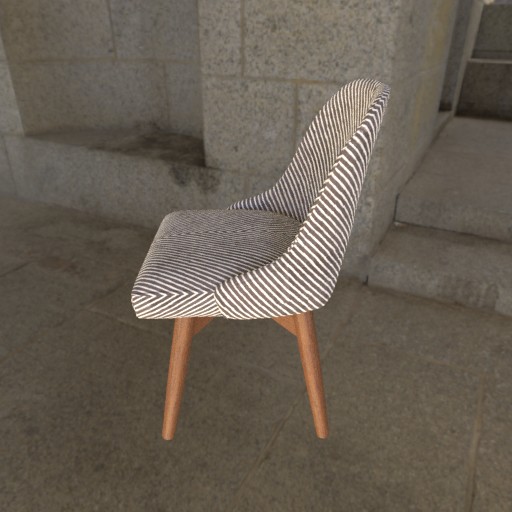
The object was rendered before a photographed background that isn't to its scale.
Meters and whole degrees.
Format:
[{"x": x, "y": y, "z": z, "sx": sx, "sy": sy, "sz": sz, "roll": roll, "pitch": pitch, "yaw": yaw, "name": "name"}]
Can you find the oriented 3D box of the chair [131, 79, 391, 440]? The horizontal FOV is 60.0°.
[{"x": 0.000, "y": 0.000, "z": 1.206, "sx": 0.591, "sy": 0.883, "sz": 0.504, "roll": 0, "pitch": 27, "yaw": -1, "name": "chair"}]
